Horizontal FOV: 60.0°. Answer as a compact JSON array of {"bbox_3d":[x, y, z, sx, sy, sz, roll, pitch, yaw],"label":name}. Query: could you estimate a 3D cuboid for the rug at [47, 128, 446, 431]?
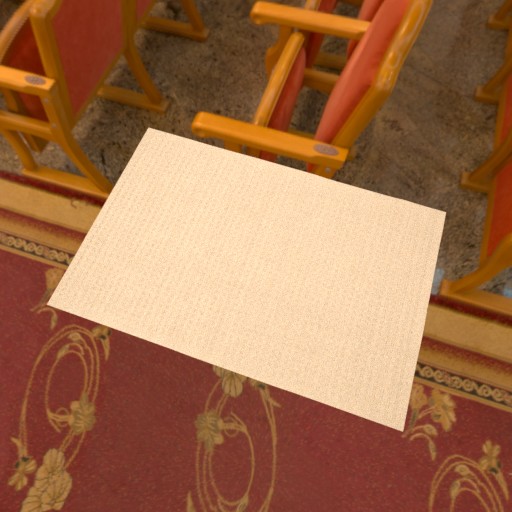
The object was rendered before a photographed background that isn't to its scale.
[{"bbox_3d":[0.000,0.000,2.957,2.289,0.006,1.523,18,66,8],"label":"rug"}]
